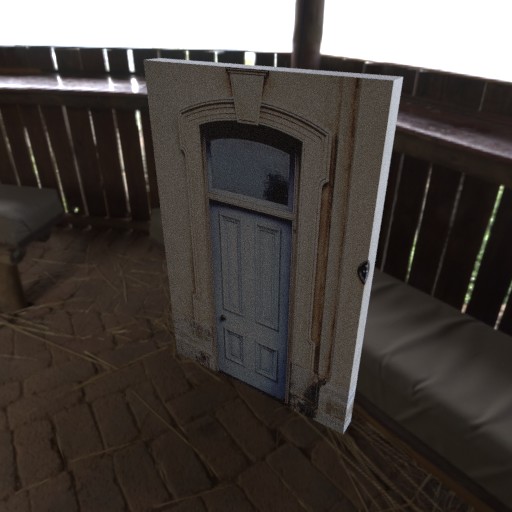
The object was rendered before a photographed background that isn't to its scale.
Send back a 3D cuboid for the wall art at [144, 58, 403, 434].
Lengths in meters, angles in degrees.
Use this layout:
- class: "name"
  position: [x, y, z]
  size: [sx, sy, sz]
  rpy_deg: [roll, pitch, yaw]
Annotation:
- class: "wall art"
  position: [0.000, 0.000, 0.770]
  size: [0.403, 0.607, 0.036]
  rpy_deg: [18, 34, 28]
